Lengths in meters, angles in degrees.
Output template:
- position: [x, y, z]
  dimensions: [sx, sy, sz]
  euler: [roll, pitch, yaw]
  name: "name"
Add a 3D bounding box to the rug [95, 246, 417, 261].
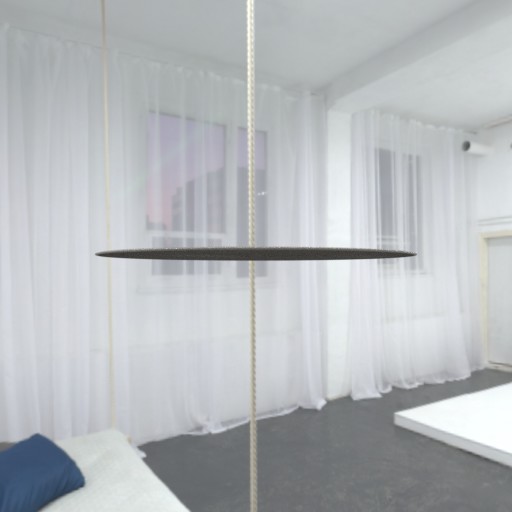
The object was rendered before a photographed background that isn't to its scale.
- position: [0.000, 0.000, 2.330]
  dimensions: [1.593, 0.012, 1.593]
  euler: [0, -2, 0]
  name: "rug"
